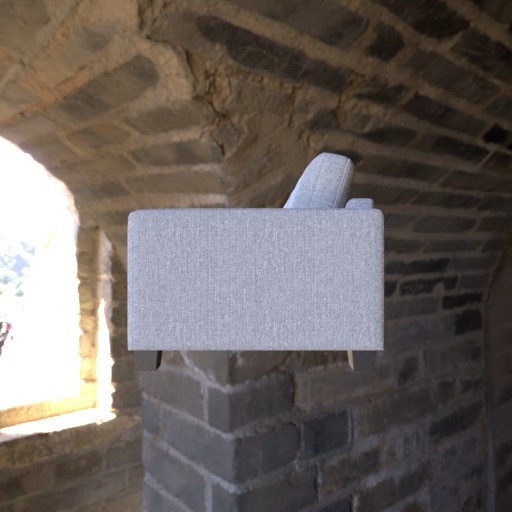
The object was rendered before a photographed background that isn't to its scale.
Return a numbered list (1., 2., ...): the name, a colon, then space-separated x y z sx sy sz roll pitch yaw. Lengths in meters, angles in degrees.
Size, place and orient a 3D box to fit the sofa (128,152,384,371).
1. sofa: 0.000 0.000 2.569 0.900 0.800 2.120 0 0 0
